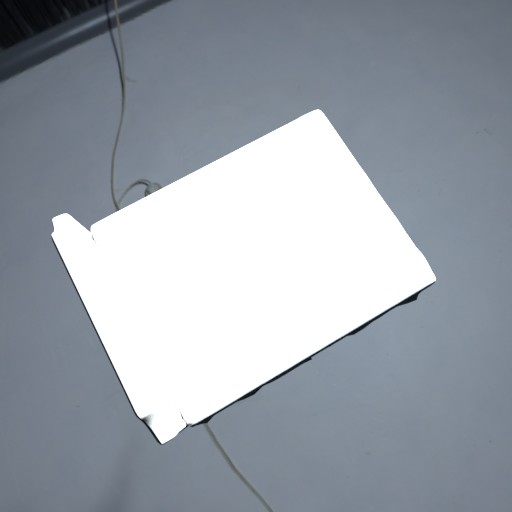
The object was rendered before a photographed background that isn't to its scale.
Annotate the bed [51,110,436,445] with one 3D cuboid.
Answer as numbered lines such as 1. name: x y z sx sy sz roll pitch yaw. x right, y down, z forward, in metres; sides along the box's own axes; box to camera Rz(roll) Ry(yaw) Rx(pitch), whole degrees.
1. bed: 0.000 0.000 3.666 2.498 1.293 1.977 -29 77 -7
